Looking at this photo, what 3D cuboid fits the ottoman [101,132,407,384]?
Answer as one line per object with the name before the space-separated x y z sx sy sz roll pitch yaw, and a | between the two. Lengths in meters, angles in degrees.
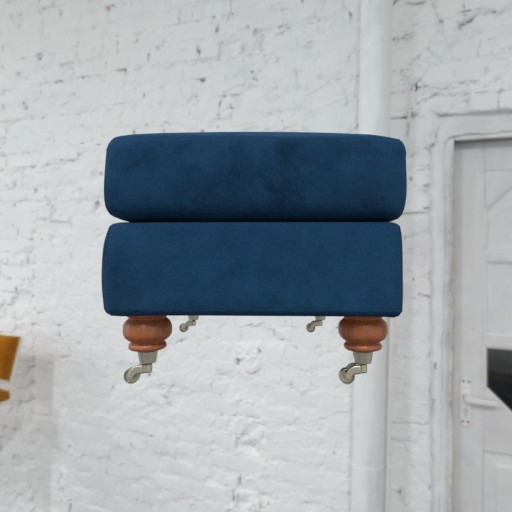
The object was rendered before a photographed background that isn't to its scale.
ottoman | 0.000 0.000 1.168 0.572 0.503 0.773 0 0 0
